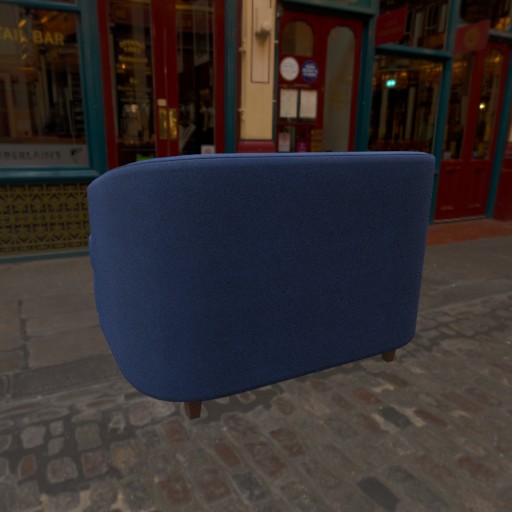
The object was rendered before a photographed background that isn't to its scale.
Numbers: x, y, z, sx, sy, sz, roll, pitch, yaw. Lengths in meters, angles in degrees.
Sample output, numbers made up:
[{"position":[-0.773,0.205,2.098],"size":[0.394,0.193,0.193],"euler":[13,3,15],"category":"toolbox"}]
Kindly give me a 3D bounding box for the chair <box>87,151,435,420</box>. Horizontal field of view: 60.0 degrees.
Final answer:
[{"position":[0.000,0.000,1.696],"size":[1.118,0.787,0.914],"euler":[-7,16,-26],"category":"chair"}]
